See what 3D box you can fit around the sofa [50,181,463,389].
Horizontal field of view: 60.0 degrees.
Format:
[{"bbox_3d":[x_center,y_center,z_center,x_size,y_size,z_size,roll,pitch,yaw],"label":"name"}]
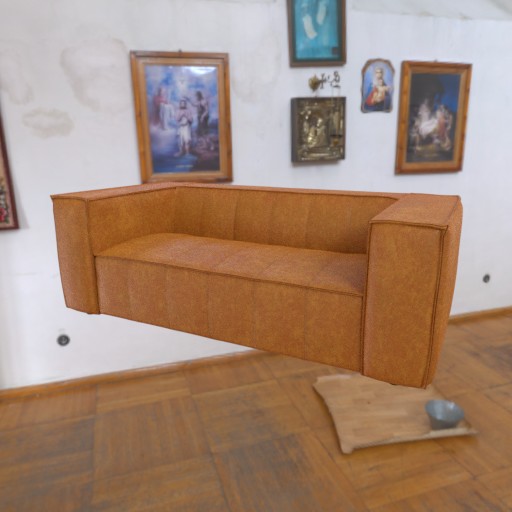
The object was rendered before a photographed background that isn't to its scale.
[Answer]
[{"bbox_3d":[0.000,0.000,2.531,2.088,0.703,1.102,7,16,26],"label":"sofa"}]
